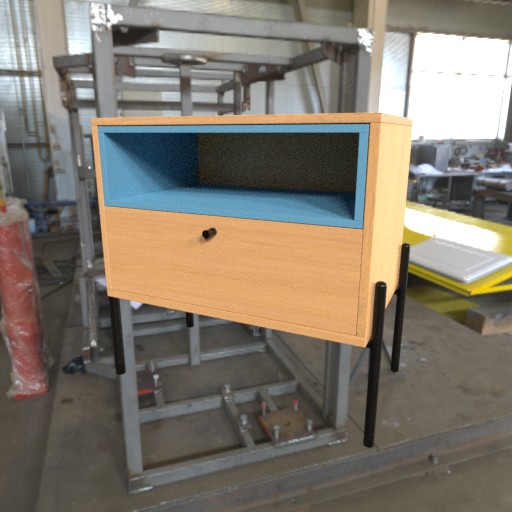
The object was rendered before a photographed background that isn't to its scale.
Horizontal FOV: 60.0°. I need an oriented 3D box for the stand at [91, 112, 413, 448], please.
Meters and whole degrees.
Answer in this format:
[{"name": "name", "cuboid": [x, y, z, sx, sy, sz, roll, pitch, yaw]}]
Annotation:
[{"name": "stand", "cuboid": [0.000, 0.000, 1.012, 0.630, 0.600, 0.400, 7, 17, 25]}]
